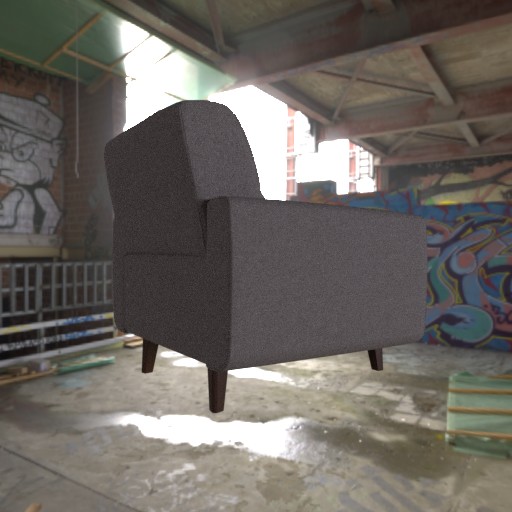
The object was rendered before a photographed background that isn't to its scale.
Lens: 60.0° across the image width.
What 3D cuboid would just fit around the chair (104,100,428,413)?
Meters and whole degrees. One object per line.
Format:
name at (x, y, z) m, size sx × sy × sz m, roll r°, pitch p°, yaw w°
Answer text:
chair at (0.000, 0.000, 1.590) m, size 0.907 × 0.839 × 0.831 m, roll -1°, pitch 1°, yaw -37°
